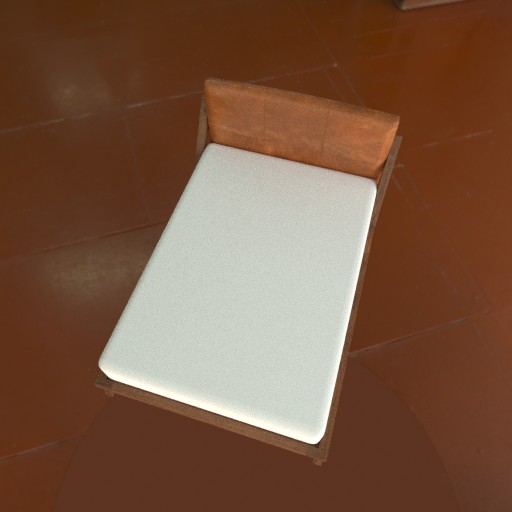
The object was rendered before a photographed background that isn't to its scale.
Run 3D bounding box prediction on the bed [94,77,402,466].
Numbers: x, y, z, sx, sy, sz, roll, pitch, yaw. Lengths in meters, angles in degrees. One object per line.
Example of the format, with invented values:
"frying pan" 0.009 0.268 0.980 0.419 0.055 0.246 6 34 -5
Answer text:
"bed" 0.000 0.000 3.271 1.651 1.168 2.311 15 60 9
